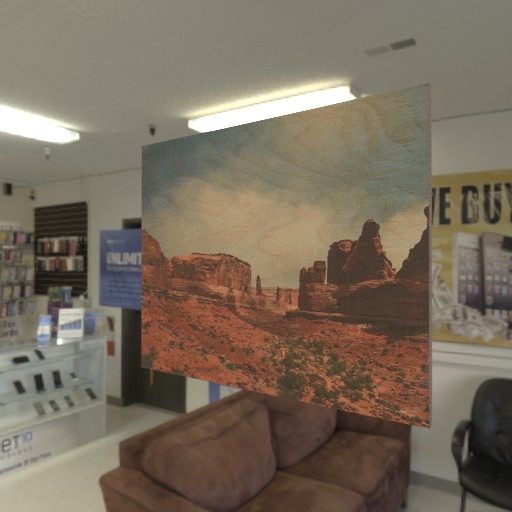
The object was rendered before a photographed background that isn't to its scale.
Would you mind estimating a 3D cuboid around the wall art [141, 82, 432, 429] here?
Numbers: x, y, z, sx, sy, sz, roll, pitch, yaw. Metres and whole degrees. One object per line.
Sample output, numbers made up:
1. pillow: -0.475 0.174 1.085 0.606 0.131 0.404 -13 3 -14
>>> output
1. wall art: 0.000 0.000 0.672 0.508 0.406 0.013 0 0 35
